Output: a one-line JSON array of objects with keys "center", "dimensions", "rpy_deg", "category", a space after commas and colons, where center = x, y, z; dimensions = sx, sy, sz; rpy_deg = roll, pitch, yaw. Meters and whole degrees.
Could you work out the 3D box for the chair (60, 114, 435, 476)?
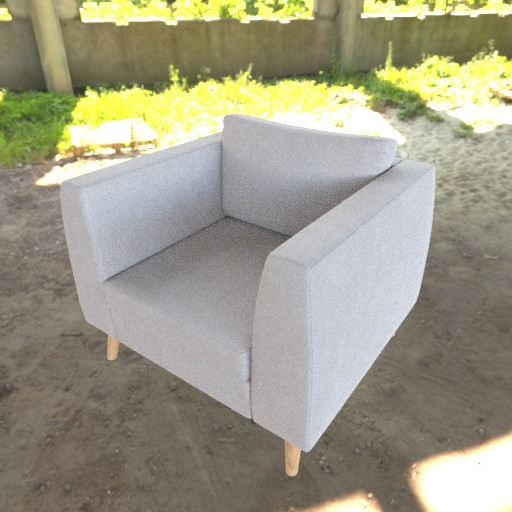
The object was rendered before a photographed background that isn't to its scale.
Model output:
[{"center": [0.000, 0.000, 1.644], "dimensions": [1.000, 0.860, 0.930], "rpy_deg": [20, 35, 31], "category": "chair"}]
